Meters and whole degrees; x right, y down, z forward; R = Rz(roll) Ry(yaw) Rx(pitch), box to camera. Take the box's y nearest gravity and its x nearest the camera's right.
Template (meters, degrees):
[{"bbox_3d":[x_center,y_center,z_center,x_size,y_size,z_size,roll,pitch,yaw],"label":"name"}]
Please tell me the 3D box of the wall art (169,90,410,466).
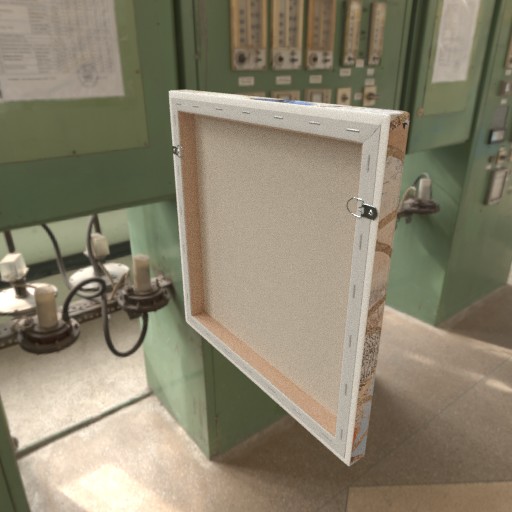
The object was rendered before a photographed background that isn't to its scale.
[{"bbox_3d":[0.000,0.000,0.755,0.038,0.508,0.507,-17,29,-33],"label":"wall art"}]
